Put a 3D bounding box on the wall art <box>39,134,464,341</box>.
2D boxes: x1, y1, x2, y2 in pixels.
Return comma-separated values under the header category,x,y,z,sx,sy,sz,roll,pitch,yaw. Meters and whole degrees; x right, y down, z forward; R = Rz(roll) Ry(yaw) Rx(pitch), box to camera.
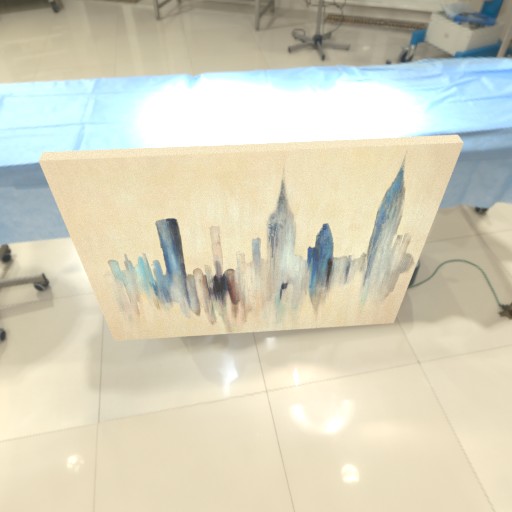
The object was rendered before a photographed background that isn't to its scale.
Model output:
category,x,y,z,sx,sy,sz,roll,pitch,yaw
wall art,0.000,0.000,1.346,1.016,0.762,0.038,-3,47,-3
